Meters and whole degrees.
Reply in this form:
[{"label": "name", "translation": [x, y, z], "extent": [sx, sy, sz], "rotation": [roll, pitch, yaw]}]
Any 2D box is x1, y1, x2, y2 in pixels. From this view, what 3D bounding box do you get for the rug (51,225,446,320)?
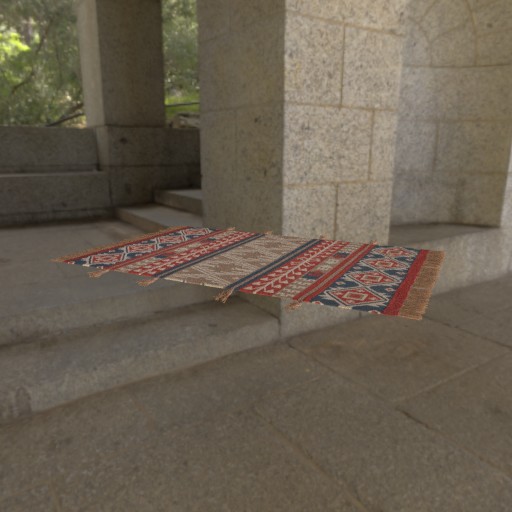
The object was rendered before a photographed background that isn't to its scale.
[{"label": "rug", "translation": [0.000, 0.000, 3.182], "extent": [2.450, 0.048, 1.778], "rotation": [7, 16, 26]}]
